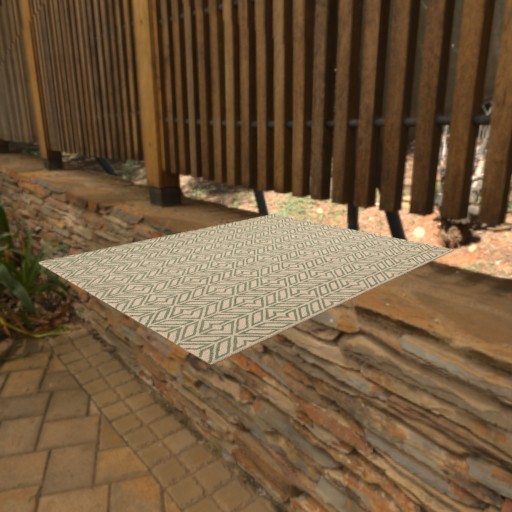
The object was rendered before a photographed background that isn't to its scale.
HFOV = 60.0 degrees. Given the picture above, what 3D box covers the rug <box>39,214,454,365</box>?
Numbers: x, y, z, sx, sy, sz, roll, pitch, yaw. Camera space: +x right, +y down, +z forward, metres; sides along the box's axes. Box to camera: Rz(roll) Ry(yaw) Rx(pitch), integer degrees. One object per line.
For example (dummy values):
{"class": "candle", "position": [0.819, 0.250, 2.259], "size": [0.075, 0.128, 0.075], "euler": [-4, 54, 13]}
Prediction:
{"class": "rug", "position": [0.000, 0.000, 4.139], "size": [3.050, 0.017, 2.441], "euler": [-16, 23, -42]}
